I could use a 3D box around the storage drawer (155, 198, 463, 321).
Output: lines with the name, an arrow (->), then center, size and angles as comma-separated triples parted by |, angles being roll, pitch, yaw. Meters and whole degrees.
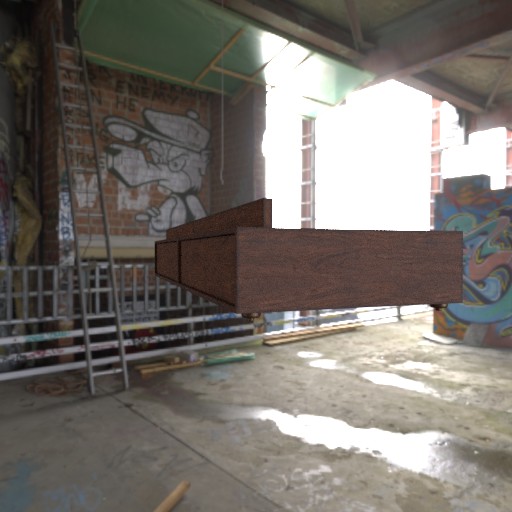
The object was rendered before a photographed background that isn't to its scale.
storage drawer -> 0.000, 0.000, 2.195 | 0.774, 0.339, 1.914 | 0, 1, -19
